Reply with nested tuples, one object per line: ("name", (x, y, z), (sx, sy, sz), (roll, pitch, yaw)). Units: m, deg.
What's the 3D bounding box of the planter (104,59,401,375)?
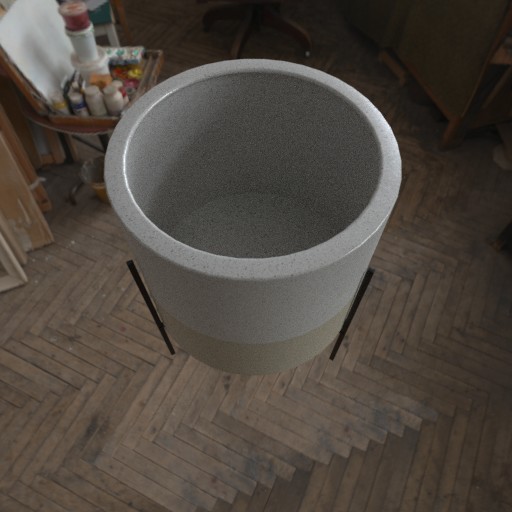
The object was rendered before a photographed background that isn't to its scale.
("planter", (0.000, 0.000, 0.738), (0.368, 0.484, 0.359), (28, 63, 16))
